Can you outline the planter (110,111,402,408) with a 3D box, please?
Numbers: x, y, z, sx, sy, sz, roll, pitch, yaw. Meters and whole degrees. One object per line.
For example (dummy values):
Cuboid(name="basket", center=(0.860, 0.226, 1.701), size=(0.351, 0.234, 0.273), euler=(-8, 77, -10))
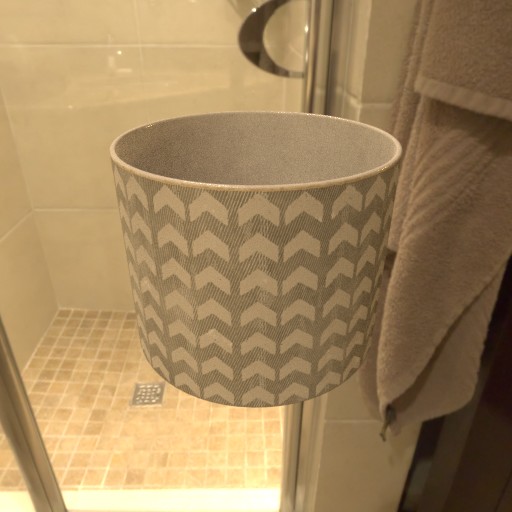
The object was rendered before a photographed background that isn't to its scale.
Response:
Cuboid(name="planter", center=(0.000, 0.000, 0.451), size=(0.250, 0.239, 0.250), euler=(0, 29, 0))
